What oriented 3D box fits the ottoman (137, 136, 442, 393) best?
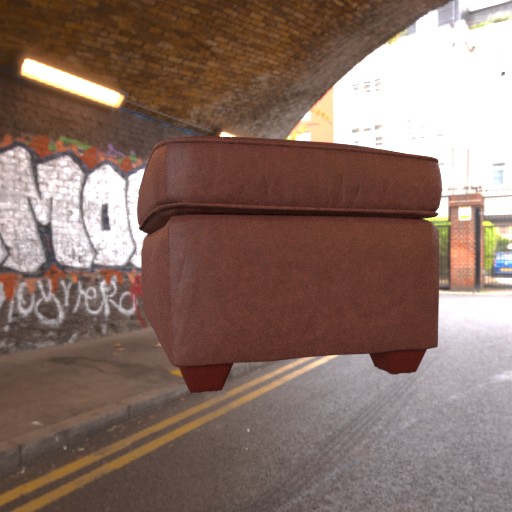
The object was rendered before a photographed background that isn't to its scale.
[{"bbox_3d":[0.000,0.000,1.099,0.548,0.449,0.749,0,0,-18],"label":"ottoman"}]
